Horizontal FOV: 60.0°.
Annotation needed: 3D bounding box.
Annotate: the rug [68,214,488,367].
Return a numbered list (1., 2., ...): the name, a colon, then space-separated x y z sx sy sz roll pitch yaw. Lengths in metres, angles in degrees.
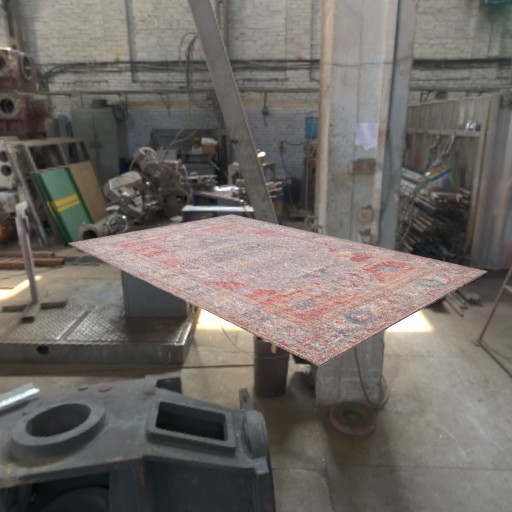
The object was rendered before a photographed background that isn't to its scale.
1. rug: 0.000 0.000 2.285 1.219 0.005 1.829 -15 22 -41
